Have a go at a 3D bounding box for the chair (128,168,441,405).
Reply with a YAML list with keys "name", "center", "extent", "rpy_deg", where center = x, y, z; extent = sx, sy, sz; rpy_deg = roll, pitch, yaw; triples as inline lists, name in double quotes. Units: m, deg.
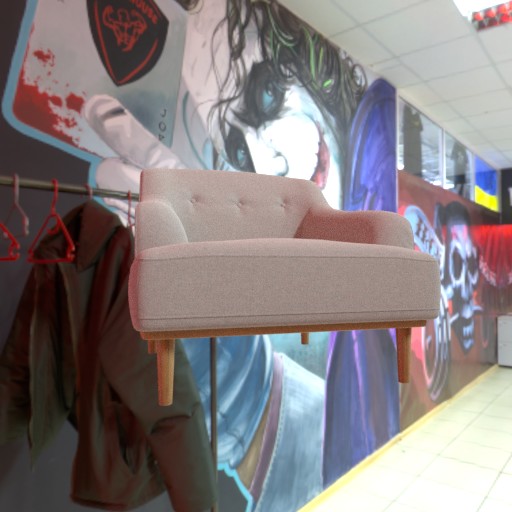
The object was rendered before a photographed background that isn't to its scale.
- name: "chair"
  center: [0.000, 0.000, 1.680]
  extent: [0.946, 0.818, 0.951]
  rpy_deg: [0, -1, -17]
